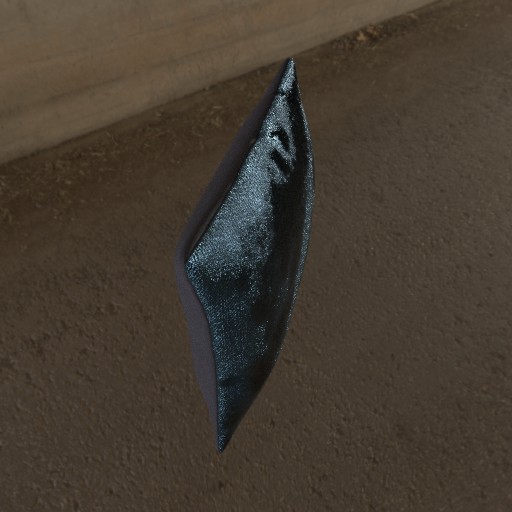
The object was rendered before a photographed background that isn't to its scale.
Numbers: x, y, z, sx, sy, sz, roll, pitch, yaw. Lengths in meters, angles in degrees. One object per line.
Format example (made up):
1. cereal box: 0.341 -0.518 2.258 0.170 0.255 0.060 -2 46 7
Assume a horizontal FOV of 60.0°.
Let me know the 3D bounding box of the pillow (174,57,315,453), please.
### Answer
1. pillow: 0.000 0.000 0.663 0.138 0.430 0.436 11 48 10
